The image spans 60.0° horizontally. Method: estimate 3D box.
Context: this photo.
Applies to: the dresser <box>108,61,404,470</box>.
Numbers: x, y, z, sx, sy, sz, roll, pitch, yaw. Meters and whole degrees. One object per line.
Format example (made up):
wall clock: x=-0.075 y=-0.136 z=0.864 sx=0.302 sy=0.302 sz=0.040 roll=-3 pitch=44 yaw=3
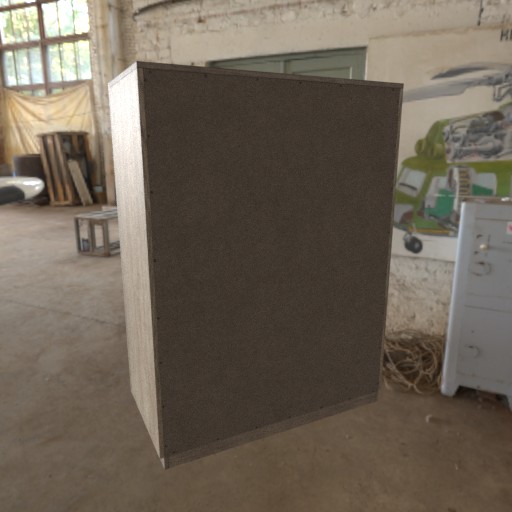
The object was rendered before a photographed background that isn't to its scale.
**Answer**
dresser: x=0.000 y=0.000 z=1.770 sx=0.967 sy=1.295 sz=0.483 roll=-7 pitch=15 yaw=-26
